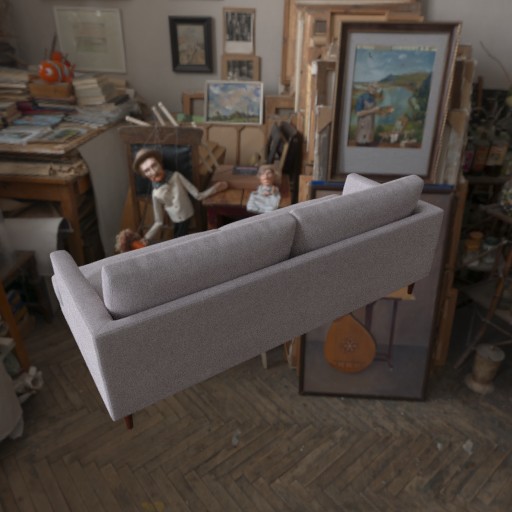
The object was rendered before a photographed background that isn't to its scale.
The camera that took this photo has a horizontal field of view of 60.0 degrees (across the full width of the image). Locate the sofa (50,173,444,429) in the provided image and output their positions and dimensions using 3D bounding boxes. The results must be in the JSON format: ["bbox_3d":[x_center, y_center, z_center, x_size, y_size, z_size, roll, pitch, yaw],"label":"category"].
[{"bbox_3d":[0.000,0.000,2.774,2.250,0.868,1.020,-19,35,-28],"label":"sofa"}]
